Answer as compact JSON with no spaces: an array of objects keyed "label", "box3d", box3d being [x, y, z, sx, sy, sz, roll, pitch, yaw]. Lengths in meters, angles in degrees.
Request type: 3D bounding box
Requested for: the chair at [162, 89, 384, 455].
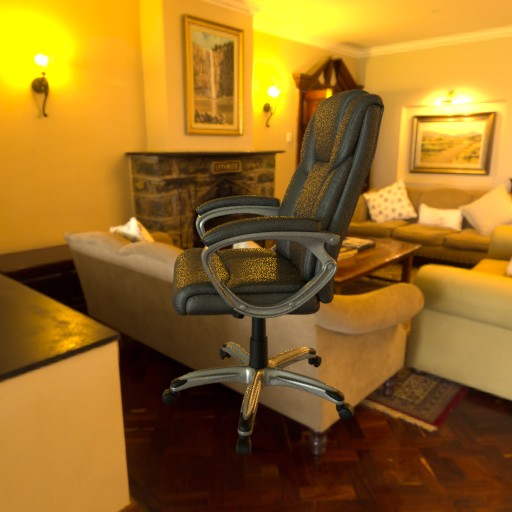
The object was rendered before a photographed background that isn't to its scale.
[{"label":"chair","box3d":[0.000,0.000,1.607,0.719,1.130,0.721,-2,14,-7]}]
